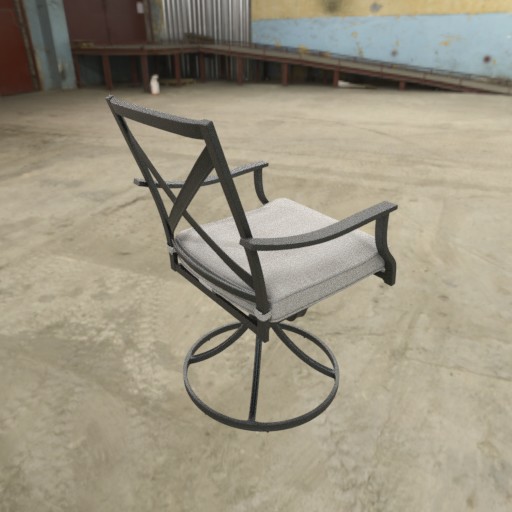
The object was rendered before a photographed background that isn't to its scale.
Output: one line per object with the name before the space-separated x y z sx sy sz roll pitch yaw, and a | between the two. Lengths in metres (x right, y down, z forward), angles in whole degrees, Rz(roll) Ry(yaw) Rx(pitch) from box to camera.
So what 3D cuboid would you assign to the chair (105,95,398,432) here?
chair | 0.000 0.000 1.299 0.620 0.889 0.575 -19 32 -33
